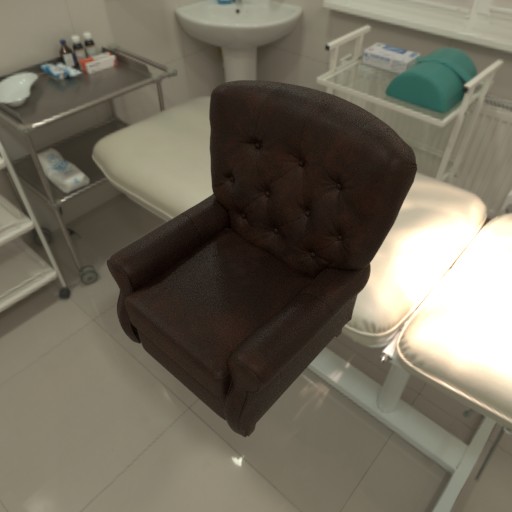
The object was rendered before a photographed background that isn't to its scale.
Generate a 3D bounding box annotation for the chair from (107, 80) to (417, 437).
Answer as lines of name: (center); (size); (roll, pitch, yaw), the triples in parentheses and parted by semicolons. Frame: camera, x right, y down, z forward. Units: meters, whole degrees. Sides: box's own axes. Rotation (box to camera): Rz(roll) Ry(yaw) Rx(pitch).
chair: (0.000, 0.000, 1.929); (0.948, 1.158, 1.058); (32, 53, 28)
